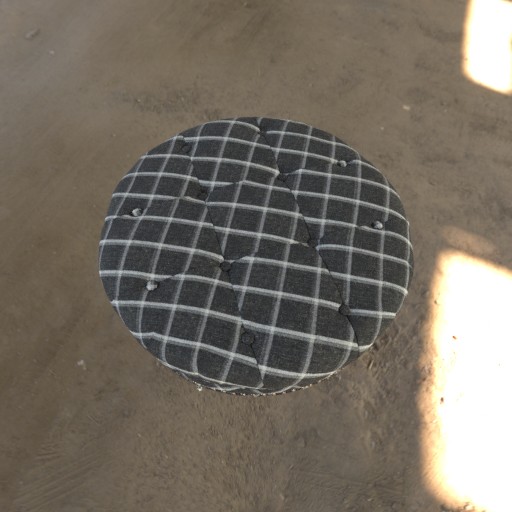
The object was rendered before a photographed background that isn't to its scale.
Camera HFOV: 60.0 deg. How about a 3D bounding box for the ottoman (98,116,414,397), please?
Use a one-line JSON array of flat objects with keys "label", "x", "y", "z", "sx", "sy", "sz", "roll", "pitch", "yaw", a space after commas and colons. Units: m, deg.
[{"label": "ottoman", "x": 0.000, "y": 0.000, "z": 1.387, "sx": 0.901, "sy": 0.439, "sz": 0.901, "roll": 0, "pitch": 57, "yaw": 0}]
